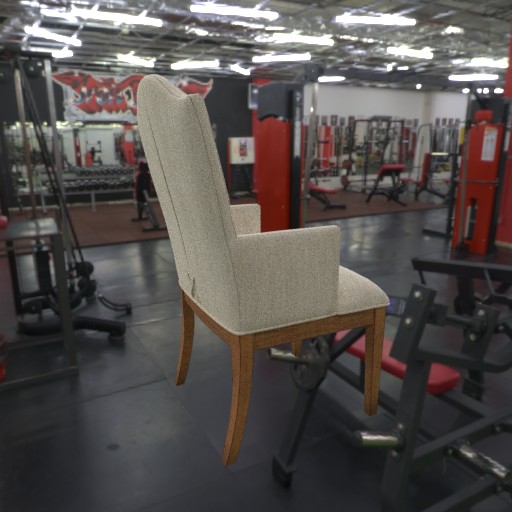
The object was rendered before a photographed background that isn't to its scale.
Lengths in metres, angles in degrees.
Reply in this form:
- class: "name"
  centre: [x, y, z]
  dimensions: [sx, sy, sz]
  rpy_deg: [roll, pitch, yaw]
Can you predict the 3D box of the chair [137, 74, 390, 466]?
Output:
- class: "chair"
  centre: [0.000, 0.000, 1.375]
  dimensions: [0.641, 1.016, 0.533]
  rpy_deg: [-7, 16, -26]
